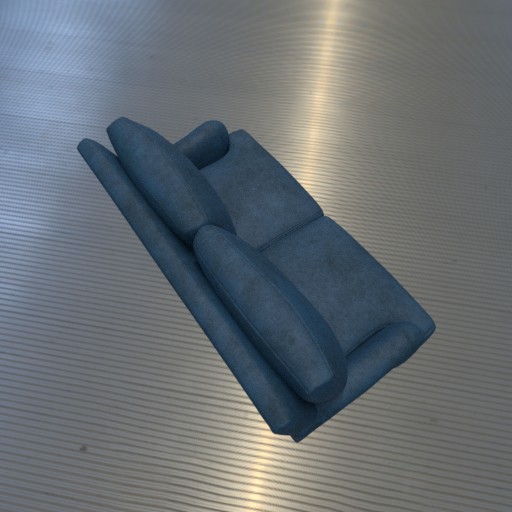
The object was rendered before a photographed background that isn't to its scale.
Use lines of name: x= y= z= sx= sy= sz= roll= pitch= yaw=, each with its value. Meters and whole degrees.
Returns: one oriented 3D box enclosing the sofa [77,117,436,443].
sofa: x=0.000 y=0.000 z=2.507 sx=1.084 sy=1.101 sz=1.853 roll=-31 pitch=64 yaw=-18
